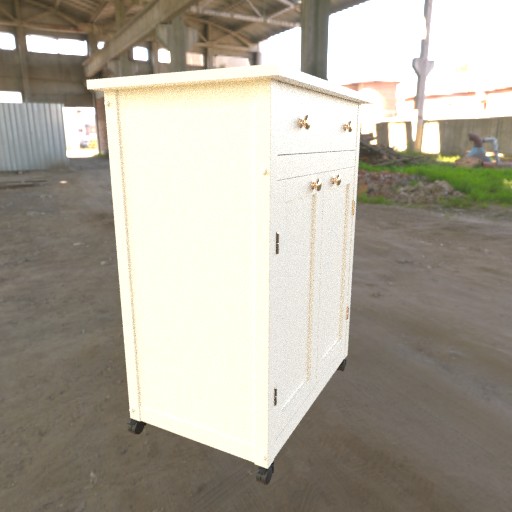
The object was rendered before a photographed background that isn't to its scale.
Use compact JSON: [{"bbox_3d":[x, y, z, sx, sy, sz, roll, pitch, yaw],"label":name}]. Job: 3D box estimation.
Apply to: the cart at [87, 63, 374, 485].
[{"bbox_3d":[0.000,0.000,1.228,0.442,0.864,0.683,8,16,27],"label":"cart"}]
